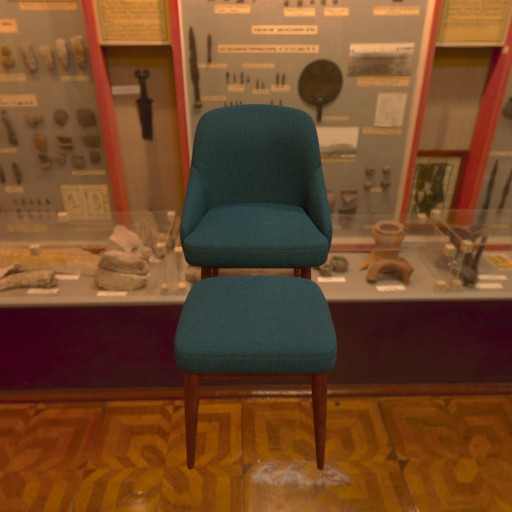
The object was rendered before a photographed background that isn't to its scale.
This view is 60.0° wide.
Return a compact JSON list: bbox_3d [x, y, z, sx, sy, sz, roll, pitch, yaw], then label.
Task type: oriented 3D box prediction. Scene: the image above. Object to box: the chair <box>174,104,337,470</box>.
[{"bbox_3d":[0.000,0.000,1.611,0.584,0.866,1.114,0,29,0],"label":"chair"}]
